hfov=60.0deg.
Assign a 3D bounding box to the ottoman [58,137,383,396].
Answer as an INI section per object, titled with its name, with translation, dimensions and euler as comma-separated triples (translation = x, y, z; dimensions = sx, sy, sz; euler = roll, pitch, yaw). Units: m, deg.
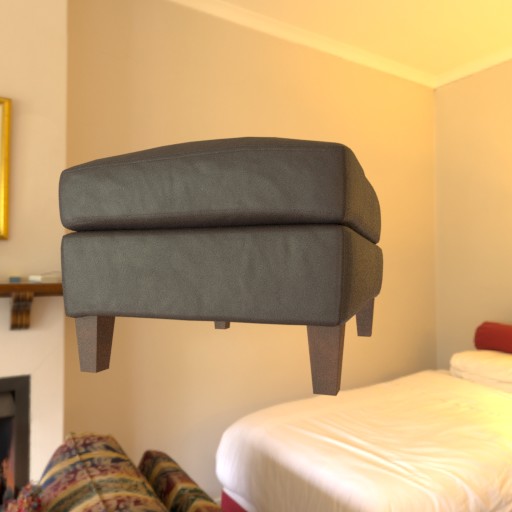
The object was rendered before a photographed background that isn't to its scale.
[ottoman]
translation = 0.000, 0.000, 1.263
dimensions = 0.659, 0.529, 0.887
euler = 0, -1, 19
